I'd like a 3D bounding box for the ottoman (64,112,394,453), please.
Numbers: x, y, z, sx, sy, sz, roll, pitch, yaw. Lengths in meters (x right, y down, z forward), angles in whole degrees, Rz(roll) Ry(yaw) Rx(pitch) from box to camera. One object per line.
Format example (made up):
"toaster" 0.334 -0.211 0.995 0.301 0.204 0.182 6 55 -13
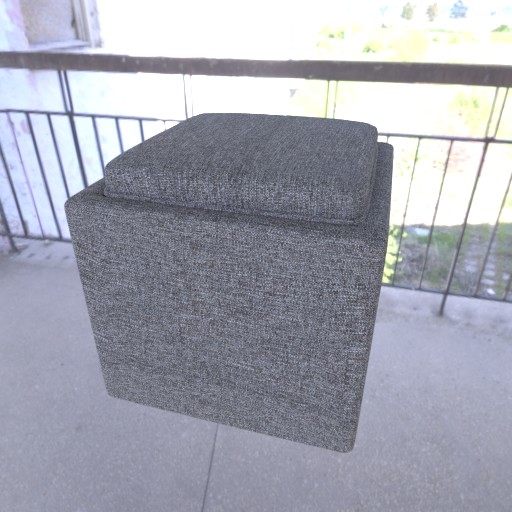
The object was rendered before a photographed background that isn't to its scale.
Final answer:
"ottoman" 0.000 0.000 0.838 0.450 0.460 0.450 8 31 14
